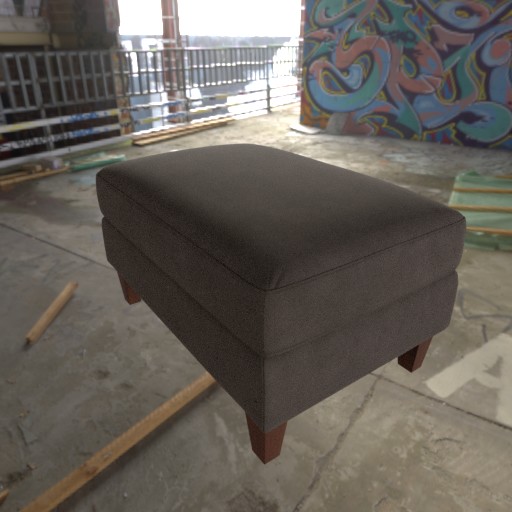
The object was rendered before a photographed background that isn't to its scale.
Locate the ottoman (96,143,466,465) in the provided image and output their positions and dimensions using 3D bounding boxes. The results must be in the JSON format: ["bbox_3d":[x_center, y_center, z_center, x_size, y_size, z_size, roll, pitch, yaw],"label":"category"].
[{"bbox_3d":[0.000,0.000,1.198,0.584,0.483,0.864,-18,31,-31],"label":"ottoman"}]
